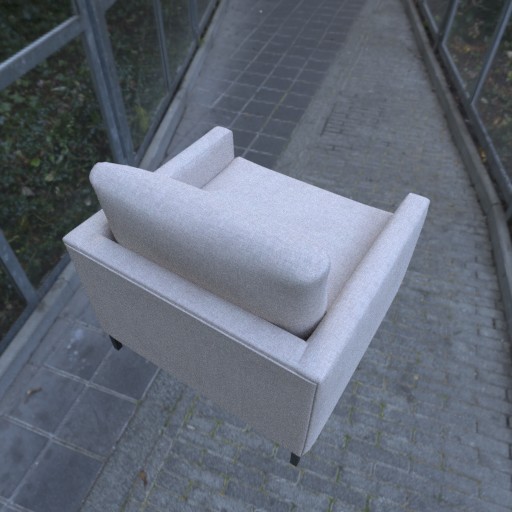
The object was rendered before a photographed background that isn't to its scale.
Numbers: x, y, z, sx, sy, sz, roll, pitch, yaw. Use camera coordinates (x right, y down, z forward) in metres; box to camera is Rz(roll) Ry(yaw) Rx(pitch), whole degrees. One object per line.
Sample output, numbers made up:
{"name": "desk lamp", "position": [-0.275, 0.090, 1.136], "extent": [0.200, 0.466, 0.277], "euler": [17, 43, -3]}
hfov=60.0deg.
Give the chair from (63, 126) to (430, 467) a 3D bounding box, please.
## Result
{"name": "chair", "position": [0.000, 0.000, 1.624], "extent": [0.963, 0.861, 0.866], "euler": [25, 51, 22]}
